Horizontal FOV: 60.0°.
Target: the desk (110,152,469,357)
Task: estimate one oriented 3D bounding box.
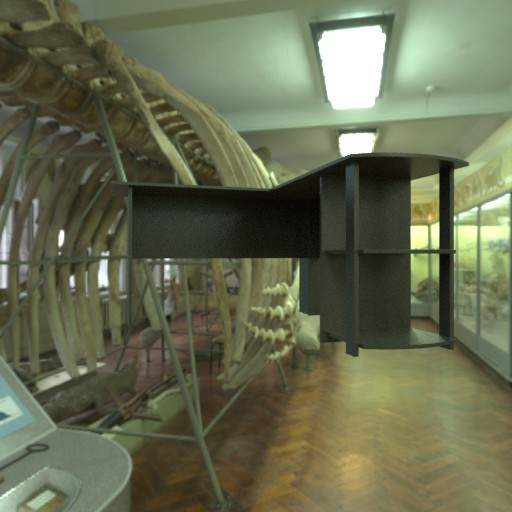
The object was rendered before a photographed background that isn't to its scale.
[{"bbox_3d":[0.000,0.000,2.070,1.303,0.716,1.361,0,0,-17],"label":"desk"}]
